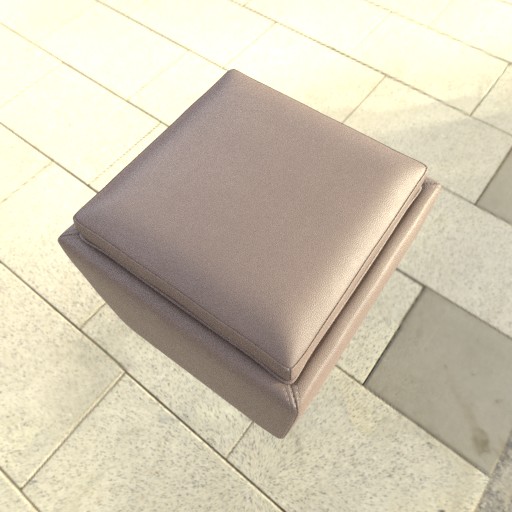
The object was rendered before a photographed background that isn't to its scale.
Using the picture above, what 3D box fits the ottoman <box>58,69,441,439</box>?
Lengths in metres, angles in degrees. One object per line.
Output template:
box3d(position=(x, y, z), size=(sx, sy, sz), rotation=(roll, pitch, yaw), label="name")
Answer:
box3d(position=(0.000, 0.000, 0.828), size=(0.450, 0.460, 0.451), rotation=(32, 67, 16), label="ottoman")
